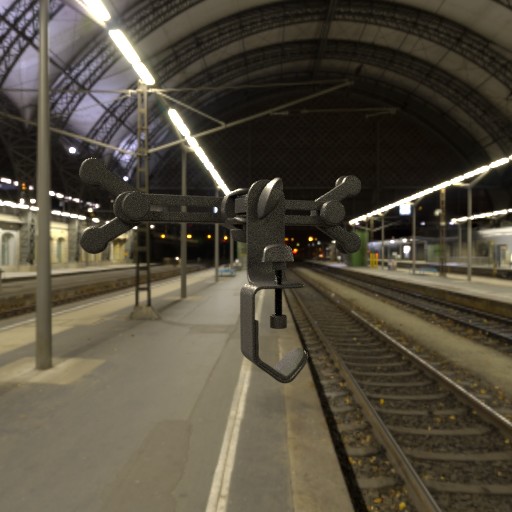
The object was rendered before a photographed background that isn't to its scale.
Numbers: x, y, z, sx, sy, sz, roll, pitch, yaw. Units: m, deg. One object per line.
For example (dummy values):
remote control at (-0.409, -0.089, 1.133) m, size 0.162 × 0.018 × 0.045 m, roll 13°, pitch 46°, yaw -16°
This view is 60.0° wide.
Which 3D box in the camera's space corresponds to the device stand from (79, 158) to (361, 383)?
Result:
device stand at (0.000, 0.000, 0.357) m, size 0.270 × 0.166 × 0.142 m, roll 0°, pitch 0°, yaw -19°
